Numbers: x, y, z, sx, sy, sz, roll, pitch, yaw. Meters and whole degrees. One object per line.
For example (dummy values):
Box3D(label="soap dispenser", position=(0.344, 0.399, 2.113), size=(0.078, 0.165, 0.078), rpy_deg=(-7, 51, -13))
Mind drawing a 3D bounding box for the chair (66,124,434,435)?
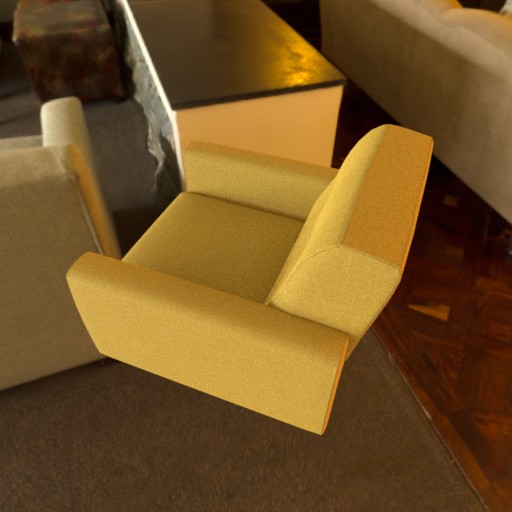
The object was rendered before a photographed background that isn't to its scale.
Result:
Box3D(label="chair", position=(0.000, 0.000, 1.511), size=(0.909, 0.841, 0.831), rpy_deg=(16, 47, 16))
